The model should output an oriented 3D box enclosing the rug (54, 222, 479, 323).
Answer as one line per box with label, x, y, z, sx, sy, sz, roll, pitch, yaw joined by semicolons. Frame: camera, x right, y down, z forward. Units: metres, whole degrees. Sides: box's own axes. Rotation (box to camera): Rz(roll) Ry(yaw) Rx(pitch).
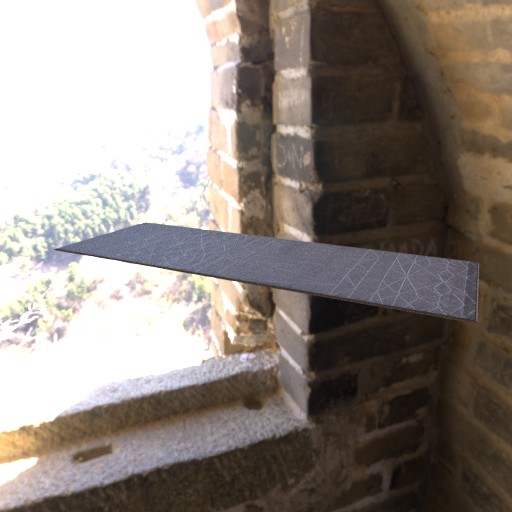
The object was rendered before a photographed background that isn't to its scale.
rug;0.000;0.000;2.642;2.388;0.012;0.864;8;19;25
